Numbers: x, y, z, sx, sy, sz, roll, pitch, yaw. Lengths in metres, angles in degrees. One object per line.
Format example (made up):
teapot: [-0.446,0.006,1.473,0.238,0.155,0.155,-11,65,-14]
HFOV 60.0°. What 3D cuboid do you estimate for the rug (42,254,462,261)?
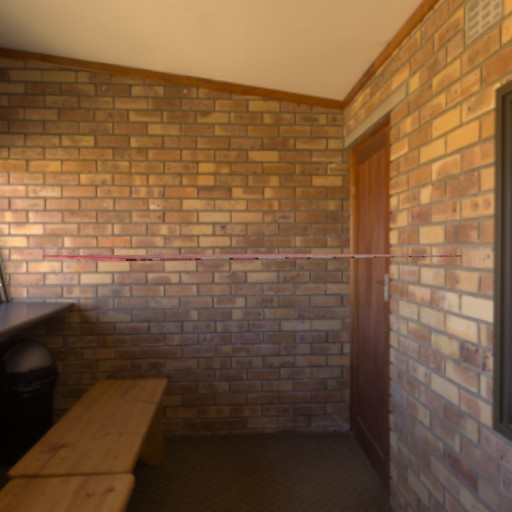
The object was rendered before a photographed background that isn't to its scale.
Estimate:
rug: [0.000,0.000,2.299,1.817,0.008,1.223,0,1,-36]
